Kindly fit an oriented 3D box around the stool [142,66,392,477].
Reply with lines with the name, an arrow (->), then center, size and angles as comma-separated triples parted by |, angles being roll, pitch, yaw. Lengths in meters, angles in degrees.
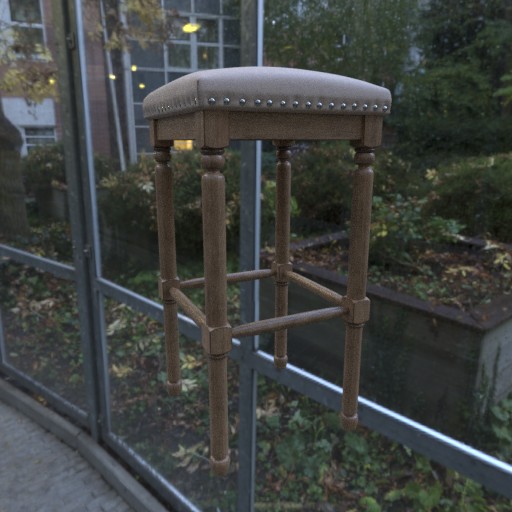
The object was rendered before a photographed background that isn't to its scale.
stool -> 0.000, 0.000, 0.984 | 0.383, 0.768, 0.382 | -7, 16, -25
